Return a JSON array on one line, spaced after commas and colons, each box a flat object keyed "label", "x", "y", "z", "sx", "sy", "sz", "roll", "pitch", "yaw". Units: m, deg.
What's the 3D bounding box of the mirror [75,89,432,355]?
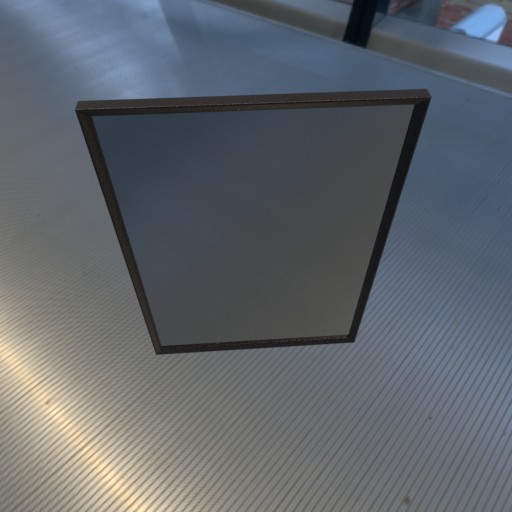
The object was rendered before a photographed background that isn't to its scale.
[{"label": "mirror", "x": 0.000, "y": 0.000, "z": 1.334, "sx": 0.762, "sy": 1.016, "sz": 0.041, "roll": -3, "pitch": 48, "yaw": -3}]
